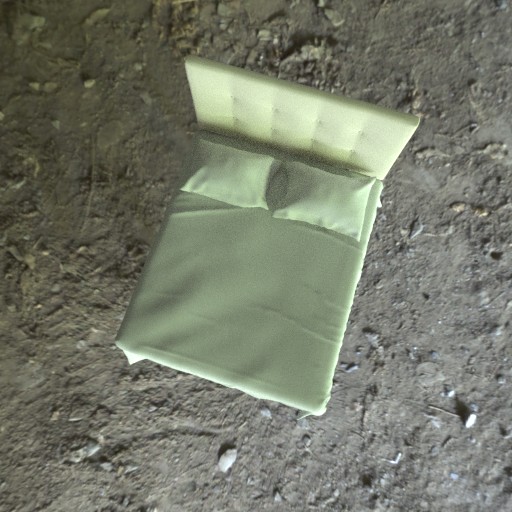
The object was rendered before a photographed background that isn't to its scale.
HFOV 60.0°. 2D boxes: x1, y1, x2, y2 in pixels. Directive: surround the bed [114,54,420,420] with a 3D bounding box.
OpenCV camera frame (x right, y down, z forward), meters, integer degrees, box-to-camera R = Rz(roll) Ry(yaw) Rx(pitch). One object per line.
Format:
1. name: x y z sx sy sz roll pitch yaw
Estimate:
1. bed: 0.000 0.000 3.459 1.936 1.577 2.222 17 76 4
